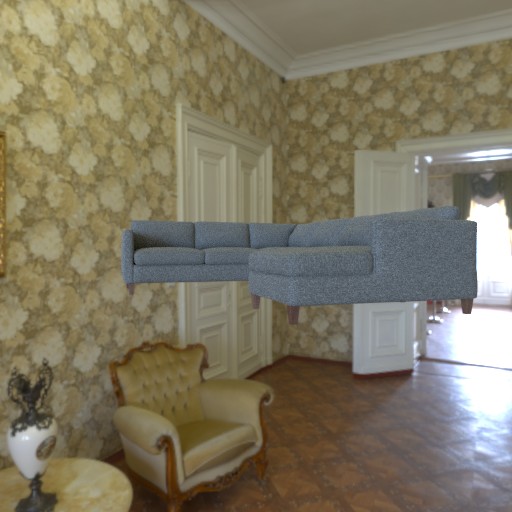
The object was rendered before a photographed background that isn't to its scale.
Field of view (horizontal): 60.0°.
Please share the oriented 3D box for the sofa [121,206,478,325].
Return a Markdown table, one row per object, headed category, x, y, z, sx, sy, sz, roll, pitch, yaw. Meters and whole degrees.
| category | x | y | z | sx | sy | sz | roll | pitch | yaw |
| --- | --- | --- | --- | --- | --- | --- | --- | --- | --- |
| sofa | 0.000 | 0.000 | 4.483 | 2.551 | 0.853 | 3.238 | 0 | 1 | -18 |
